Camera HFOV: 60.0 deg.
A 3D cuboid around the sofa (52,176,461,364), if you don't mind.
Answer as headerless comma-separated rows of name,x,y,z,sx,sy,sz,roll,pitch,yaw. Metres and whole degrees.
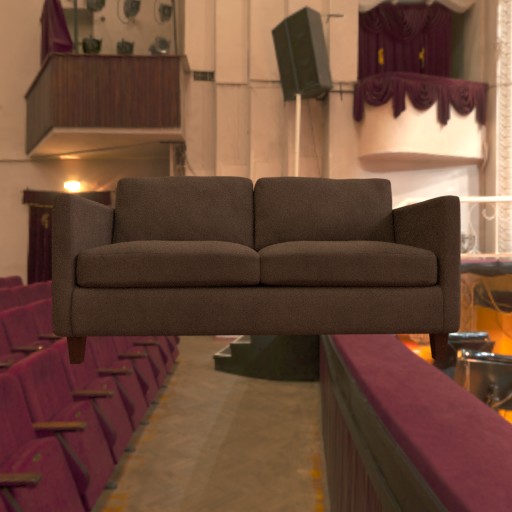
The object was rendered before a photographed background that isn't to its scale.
sofa,0.000,0.000,2.449,1.884,0.963,0.950,0,0,-3
